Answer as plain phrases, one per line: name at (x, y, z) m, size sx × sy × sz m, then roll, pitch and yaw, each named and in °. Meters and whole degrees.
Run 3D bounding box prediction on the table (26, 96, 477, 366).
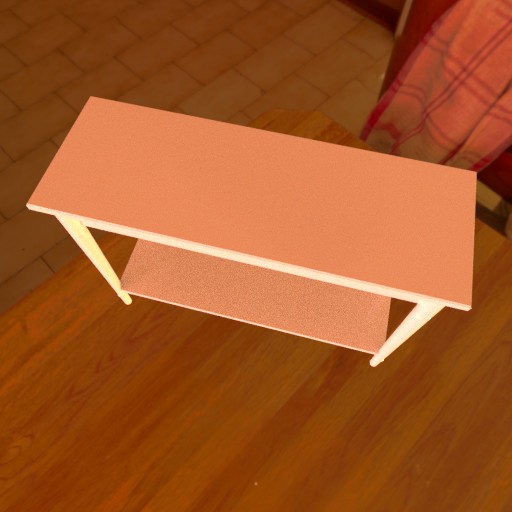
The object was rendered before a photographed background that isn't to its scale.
table at (0.000, 0.000, 1.439) m, size 1.067 × 0.749 × 0.381 m, roll 13°, pitch 64°, yaw 7°
